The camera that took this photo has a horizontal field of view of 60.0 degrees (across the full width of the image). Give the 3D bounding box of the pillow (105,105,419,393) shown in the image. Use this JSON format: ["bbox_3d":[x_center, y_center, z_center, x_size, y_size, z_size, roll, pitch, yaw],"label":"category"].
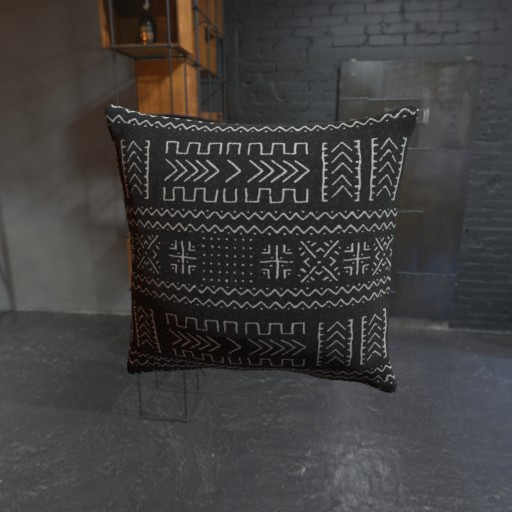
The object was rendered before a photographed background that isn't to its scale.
[{"bbox_3d":[0.000,0.000,0.658,0.438,0.430,0.164,2,15,8],"label":"pillow"}]
